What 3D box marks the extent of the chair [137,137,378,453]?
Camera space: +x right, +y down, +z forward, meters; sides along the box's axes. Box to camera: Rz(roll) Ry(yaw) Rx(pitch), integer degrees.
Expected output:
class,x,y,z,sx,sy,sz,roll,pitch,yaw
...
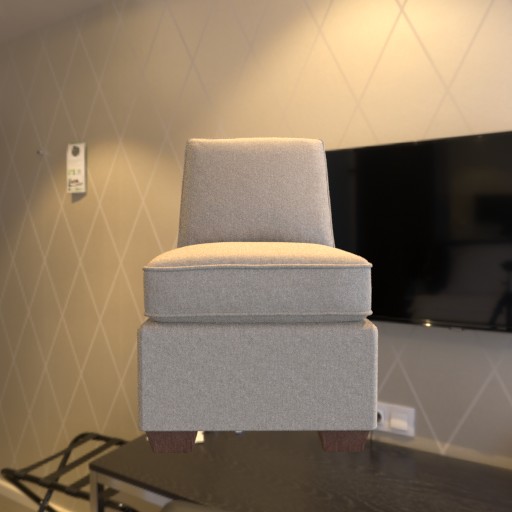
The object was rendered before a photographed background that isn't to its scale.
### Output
class,x,y,z,sx,sy,sz,roll,pitch,yaw
chair,0.000,0.000,1.663,0.674,1.058,1.020,0,1,-1
